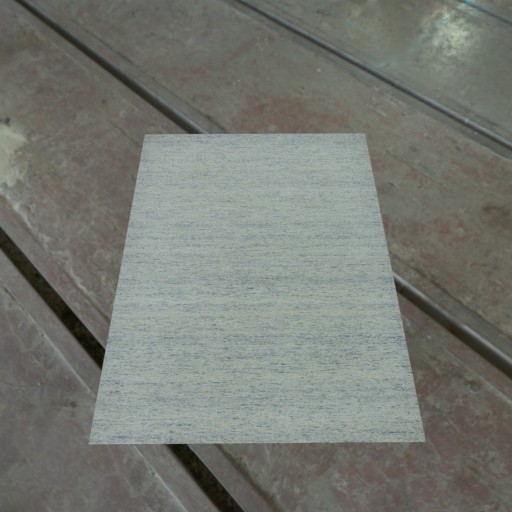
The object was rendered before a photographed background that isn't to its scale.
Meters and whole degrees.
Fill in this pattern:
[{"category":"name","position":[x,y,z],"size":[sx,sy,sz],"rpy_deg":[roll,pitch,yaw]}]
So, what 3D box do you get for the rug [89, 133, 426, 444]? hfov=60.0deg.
[{"category":"rug","position":[0.000,0.000,4.061],"size":[2.438,0.006,3.197],"rpy_deg":[0,58,0]}]
